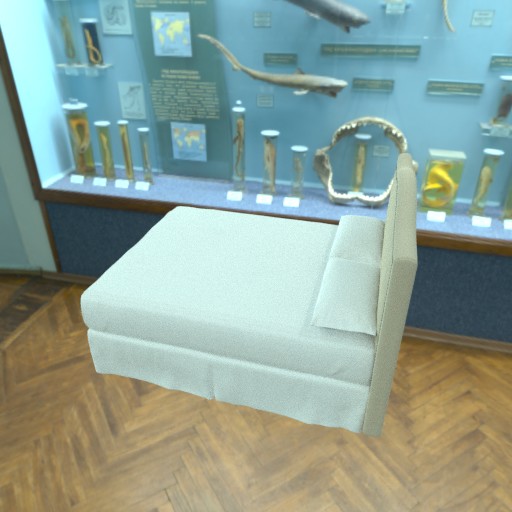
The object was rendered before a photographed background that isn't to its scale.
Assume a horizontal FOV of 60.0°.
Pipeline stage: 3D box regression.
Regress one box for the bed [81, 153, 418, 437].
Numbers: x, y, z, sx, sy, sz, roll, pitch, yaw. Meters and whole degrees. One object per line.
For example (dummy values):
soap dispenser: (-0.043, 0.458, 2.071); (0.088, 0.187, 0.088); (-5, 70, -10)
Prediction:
bed: (0.000, 0.000, 3.415); (2.143, 1.460, 1.753); (8, 31, 14)
